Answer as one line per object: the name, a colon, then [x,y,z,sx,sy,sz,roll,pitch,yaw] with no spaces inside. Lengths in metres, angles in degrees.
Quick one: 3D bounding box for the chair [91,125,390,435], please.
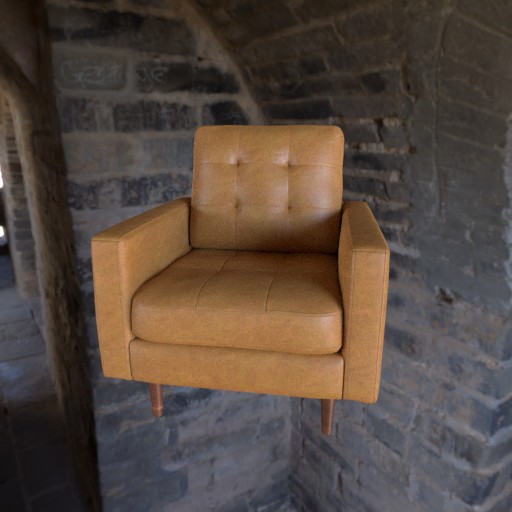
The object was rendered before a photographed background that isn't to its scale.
chair: [0.000,0.000,1.562,0.831,0.896,0.868,3,16,9]
